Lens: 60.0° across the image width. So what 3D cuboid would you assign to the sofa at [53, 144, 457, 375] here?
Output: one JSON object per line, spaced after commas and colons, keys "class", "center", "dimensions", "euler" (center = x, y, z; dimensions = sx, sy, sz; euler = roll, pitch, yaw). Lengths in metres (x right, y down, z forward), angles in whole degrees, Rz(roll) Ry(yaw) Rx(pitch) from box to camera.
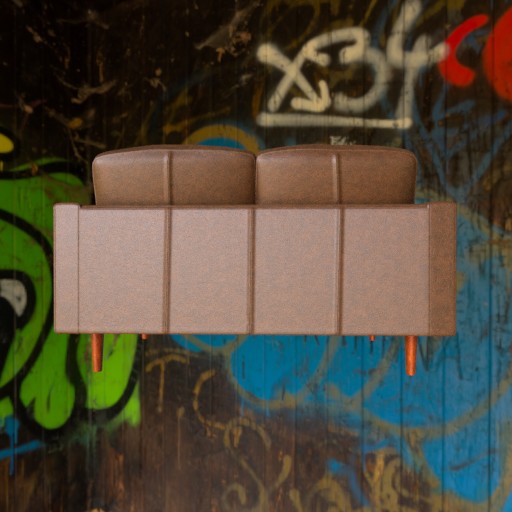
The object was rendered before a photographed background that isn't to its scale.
{"class": "sofa", "center": [0.000, 0.000, 2.180], "dimensions": [1.578, 0.951, 0.909], "euler": [0, 1, 2]}
